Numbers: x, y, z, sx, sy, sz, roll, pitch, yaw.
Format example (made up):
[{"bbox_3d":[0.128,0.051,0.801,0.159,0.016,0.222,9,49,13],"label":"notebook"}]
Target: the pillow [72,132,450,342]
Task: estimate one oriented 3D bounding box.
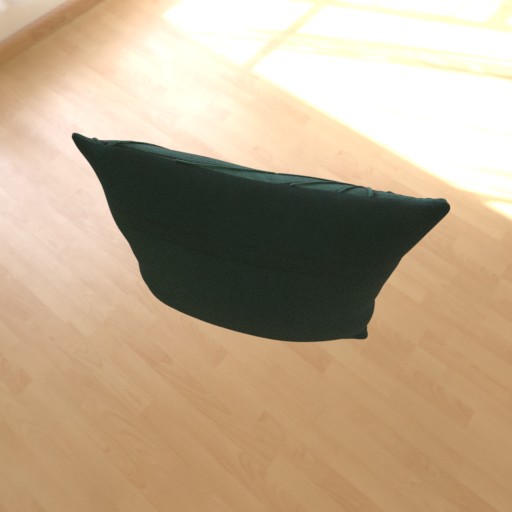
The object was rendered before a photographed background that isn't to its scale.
[{"bbox_3d":[0.000,0.000,0.676,0.439,0.440,0.184,12,64,6],"label":"pillow"}]
